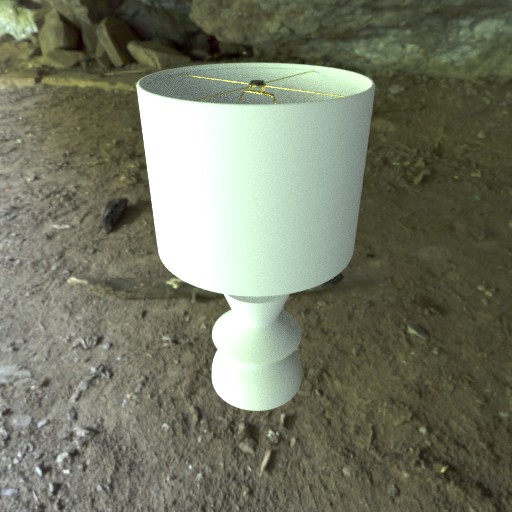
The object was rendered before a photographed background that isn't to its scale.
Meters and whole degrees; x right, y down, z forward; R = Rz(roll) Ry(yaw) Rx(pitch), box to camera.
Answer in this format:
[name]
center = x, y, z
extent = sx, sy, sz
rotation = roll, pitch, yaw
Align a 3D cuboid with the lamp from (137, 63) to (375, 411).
[lamp]
center = 0.000, 0.000, 0.710
extent = 0.301, 0.533, 0.301
rotation = 21, 37, 31
